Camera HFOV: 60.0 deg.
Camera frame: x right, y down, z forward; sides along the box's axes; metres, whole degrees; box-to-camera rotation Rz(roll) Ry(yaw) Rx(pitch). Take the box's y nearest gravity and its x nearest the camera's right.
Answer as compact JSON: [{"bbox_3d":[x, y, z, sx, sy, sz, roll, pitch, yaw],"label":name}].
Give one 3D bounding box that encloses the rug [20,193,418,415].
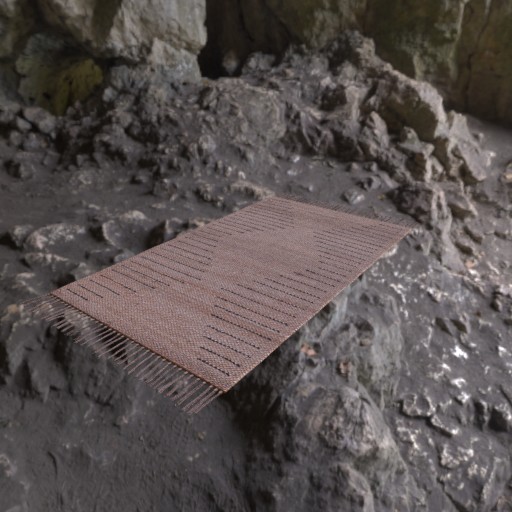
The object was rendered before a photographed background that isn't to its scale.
[{"bbox_3d":[0.000,0.000,1.997,0.905,0.017,1.718,18,31,33],"label":"rug"}]
